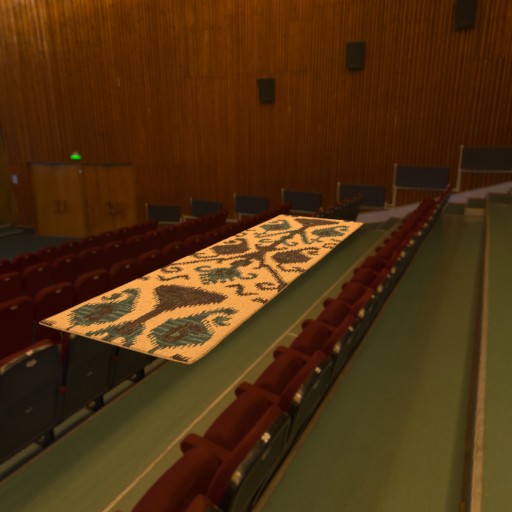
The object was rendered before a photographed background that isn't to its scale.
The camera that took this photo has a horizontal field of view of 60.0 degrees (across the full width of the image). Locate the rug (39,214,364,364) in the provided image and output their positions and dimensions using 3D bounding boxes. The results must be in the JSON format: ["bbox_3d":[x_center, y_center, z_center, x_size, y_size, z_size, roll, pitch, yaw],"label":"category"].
[{"bbox_3d":[0.000,0.000,2.505,0.692,0.017,2.301,8,18,25],"label":"rug"}]
